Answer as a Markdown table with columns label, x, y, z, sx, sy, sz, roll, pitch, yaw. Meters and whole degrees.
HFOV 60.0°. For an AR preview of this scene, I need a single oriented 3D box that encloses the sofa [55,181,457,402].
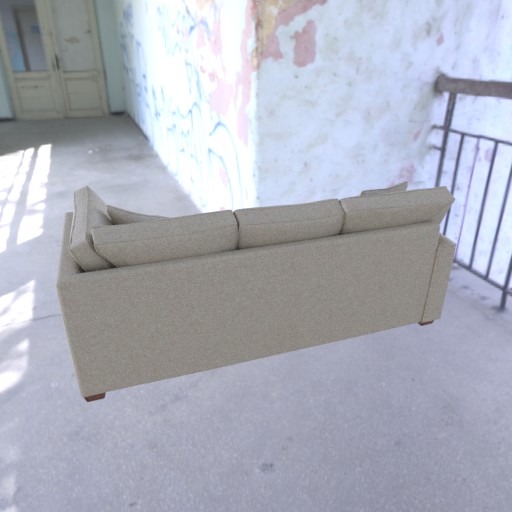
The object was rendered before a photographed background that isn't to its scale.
| label | x | y | z | sx | sy | sz | roll | pitch | yaw |
| --- | --- | --- | --- | --- | --- | --- | --- | --- | --- |
| sofa | 0.000 | 0.000 | 2.931 | 2.317 | 0.962 | 1.061 | -9 | 28 | -17 |
